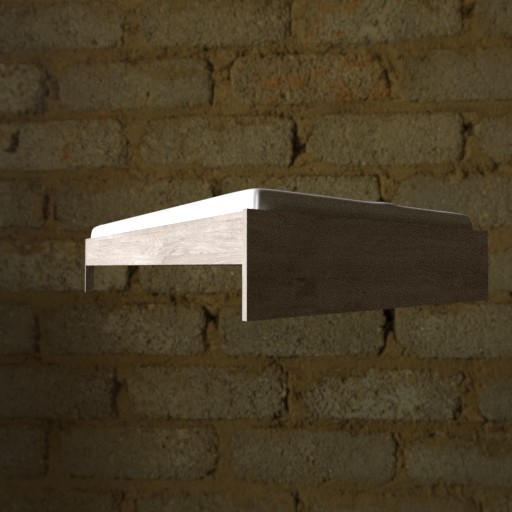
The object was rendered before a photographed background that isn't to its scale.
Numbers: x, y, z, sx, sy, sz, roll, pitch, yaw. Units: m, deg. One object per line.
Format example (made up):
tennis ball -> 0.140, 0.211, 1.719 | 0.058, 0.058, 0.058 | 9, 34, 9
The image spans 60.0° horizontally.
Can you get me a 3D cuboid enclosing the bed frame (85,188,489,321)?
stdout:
bed frame -> 0.000, 0.000, 2.598 | 1.490, 0.462, 1.950 | 1, -2, -36
